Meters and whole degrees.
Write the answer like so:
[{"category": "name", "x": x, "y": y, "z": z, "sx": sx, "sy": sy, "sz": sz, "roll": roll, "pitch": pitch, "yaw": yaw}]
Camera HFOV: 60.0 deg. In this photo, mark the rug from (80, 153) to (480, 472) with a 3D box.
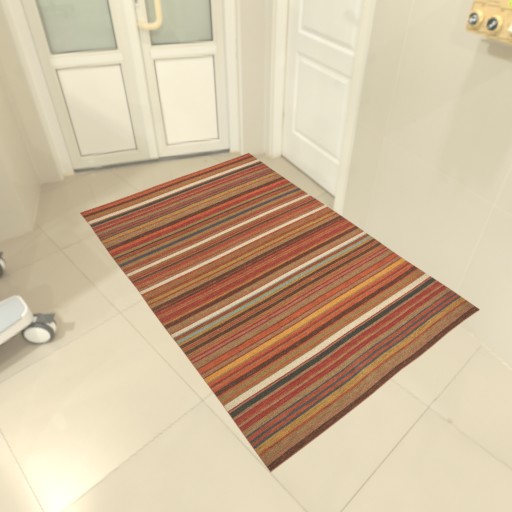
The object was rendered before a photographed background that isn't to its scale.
[{"category": "rug", "x": 0.000, "y": 0.000, "z": 2.309, "sx": 1.217, "sy": 0.007, "sz": 1.828, "roll": -26, "pitch": 48, "yaw": -26}]
